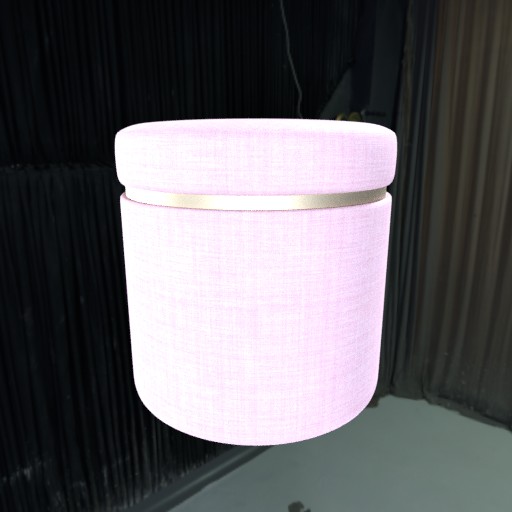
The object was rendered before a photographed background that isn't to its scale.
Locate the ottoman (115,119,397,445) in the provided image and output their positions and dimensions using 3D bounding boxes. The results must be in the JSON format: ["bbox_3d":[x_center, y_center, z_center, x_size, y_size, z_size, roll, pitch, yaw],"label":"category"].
[{"bbox_3d":[0.000,0.000,0.699,0.400,0.406,0.400,0,15,0],"label":"ottoman"}]
